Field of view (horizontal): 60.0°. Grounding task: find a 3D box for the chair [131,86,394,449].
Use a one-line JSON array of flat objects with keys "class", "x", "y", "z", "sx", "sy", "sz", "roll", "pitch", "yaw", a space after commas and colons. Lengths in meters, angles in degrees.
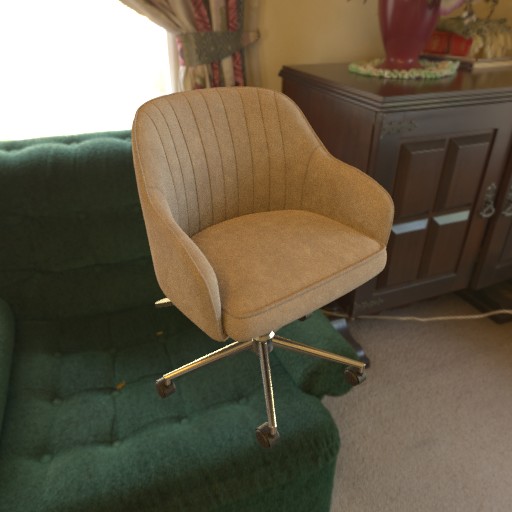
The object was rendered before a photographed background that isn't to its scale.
[{"class": "chair", "x": 0.000, "y": 0.000, "z": 1.264, "sx": 0.635, "sy": 0.831, "sz": 0.573, "roll": -22, "pitch": 36, "yaw": -33}]
